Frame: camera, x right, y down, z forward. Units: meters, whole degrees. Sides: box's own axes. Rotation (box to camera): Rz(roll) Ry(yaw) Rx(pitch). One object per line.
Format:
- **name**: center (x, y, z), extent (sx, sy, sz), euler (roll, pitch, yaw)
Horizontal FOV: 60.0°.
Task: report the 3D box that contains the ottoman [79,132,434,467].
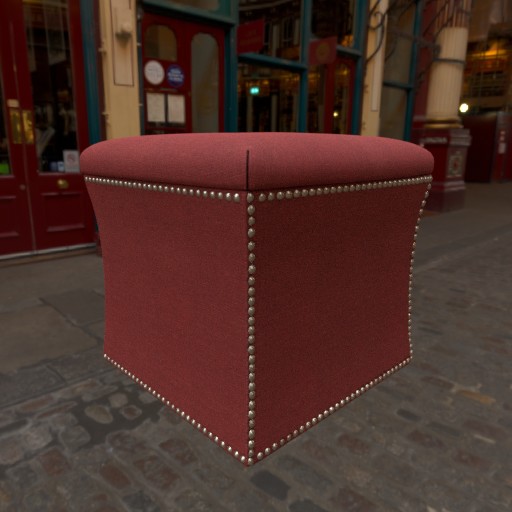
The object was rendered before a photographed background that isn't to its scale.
- **ottoman**: center (0.000, 0.000, 0.889), extent (0.507, 0.475, 0.497), euler (-13, 19, -42)
